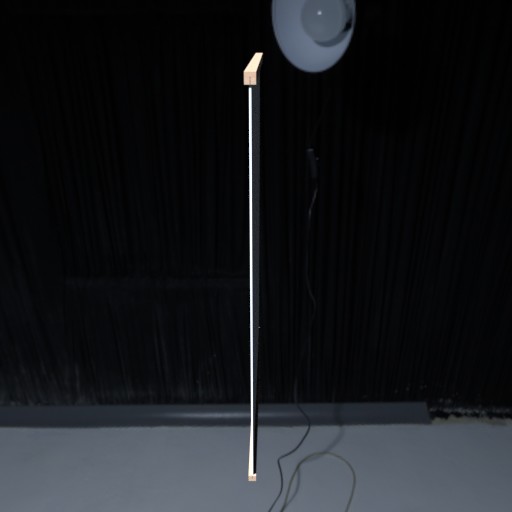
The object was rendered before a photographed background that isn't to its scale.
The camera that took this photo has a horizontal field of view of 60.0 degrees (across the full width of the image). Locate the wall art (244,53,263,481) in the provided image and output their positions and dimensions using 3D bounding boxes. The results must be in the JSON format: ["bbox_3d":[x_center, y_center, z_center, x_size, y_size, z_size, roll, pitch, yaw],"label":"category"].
[{"bbox_3d":[0.000,0.000,1.873,0.030,1.519,0.990,1,27,2],"label":"wall art"}]
